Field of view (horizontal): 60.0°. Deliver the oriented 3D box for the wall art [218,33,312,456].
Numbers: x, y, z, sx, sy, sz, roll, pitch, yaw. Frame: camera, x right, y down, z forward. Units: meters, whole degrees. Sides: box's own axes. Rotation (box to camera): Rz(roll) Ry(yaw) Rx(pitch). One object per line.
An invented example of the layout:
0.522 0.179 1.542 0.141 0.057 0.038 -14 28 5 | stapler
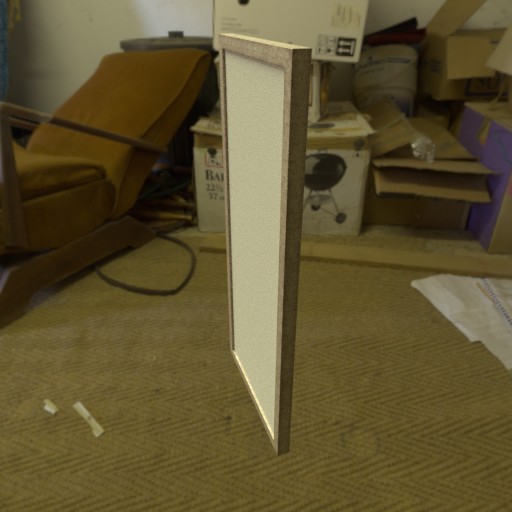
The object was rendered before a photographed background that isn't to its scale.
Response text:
0.000 0.000 1.660 0.051 1.461 0.648 -10 31 -17 | wall art
